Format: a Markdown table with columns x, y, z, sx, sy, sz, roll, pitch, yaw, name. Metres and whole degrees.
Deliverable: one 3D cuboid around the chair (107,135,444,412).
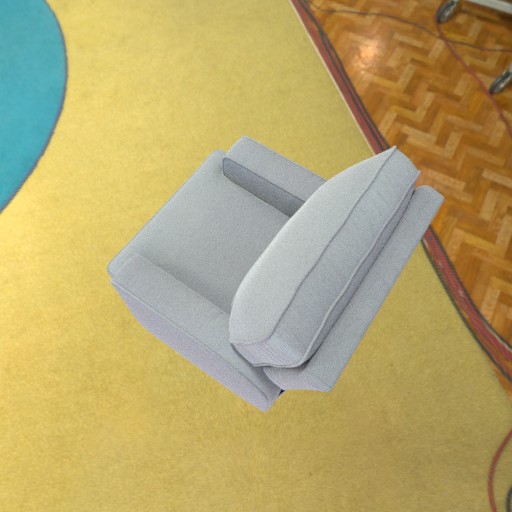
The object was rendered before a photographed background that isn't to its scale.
| x | y | z | sx | sy | sz | roll | pitch | yaw | name |
| --- | --- | --- | --- | --- | --- | --- | --- | --- | --- |
| 0.000 | 0.000 | 1.722 | 0.969 | 0.964 | 0.861 | 31 | 67 | 15 | chair |
